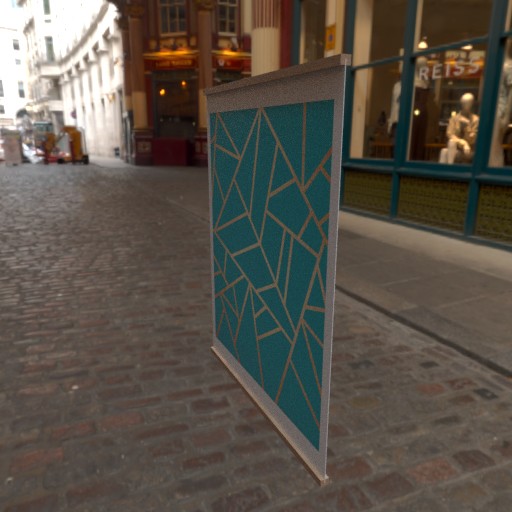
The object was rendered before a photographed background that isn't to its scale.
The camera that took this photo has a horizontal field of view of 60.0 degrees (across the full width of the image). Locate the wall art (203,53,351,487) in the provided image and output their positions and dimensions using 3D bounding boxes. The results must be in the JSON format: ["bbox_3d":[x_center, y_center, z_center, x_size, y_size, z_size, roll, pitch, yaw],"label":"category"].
[{"bbox_3d":[0.000,0.000,0.674,0.012,0.508,0.405,-7,17,-25],"label":"wall art"}]
